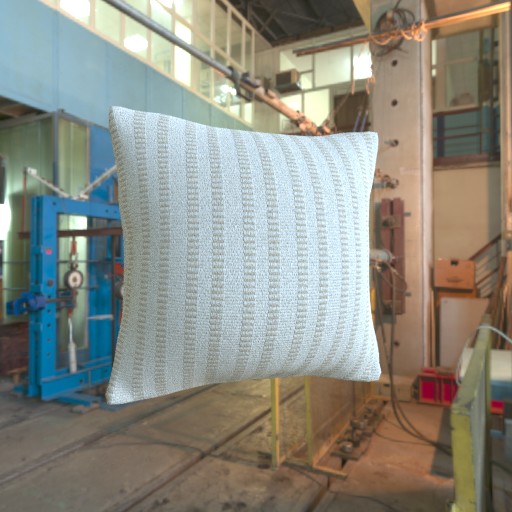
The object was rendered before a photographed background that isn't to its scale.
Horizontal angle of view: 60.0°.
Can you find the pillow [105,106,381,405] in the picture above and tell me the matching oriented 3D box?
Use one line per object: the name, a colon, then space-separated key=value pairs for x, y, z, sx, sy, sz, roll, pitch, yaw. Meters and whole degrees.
pillow: x=0.000 y=0.000 z=0.683 sx=0.438 sy=0.419 sz=0.247 roll=0 pitch=-1 yaw=-18
